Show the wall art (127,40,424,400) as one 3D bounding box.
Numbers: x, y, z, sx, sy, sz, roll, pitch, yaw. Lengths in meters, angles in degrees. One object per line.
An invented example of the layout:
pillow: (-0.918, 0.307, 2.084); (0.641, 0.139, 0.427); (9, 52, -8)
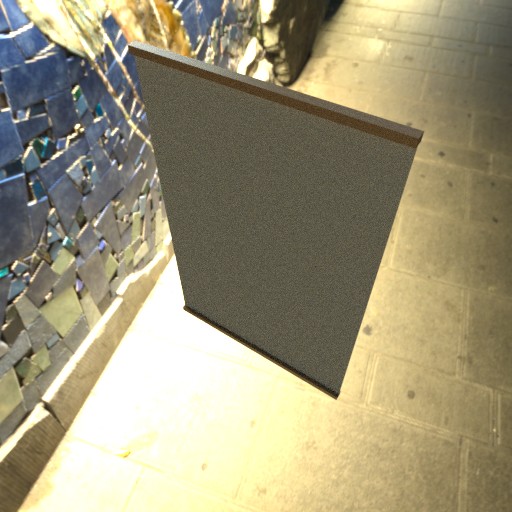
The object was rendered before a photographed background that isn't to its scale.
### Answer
wall art: (0.000, 0.000, 1.250); (0.669, 1.020, 0.027); (26, 53, 22)
